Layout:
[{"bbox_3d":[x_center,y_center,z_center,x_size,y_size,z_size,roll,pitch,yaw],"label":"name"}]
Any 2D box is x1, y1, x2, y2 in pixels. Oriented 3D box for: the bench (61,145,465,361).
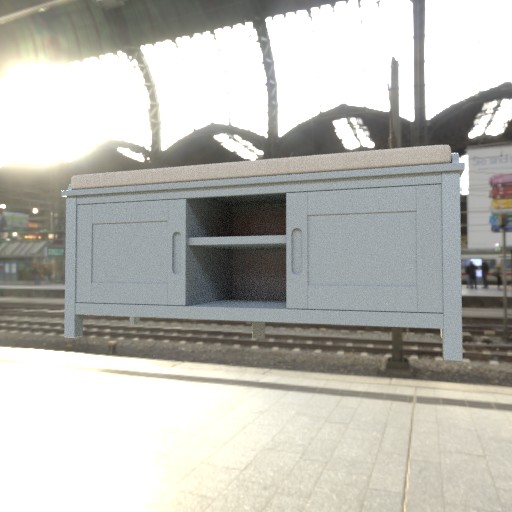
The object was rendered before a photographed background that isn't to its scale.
[{"bbox_3d":[0.000,0.000,1.375,1.140,0.501,0.398,-1,-2,19],"label":"bench"}]
